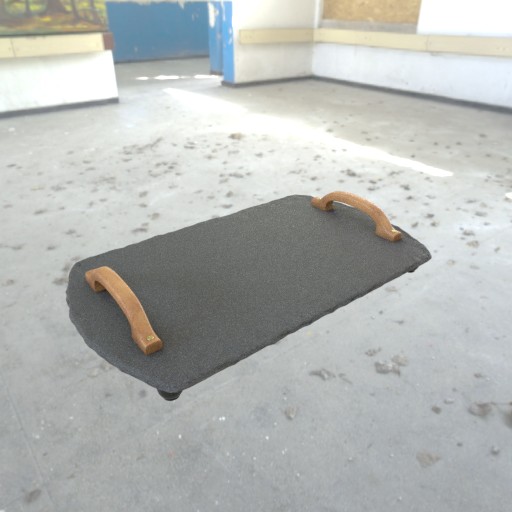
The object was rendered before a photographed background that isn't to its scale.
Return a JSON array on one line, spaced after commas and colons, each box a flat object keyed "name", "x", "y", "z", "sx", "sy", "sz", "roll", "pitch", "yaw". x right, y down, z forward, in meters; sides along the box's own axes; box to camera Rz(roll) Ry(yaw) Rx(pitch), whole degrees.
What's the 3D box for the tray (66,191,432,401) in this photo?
[{"name": "tray", "x": 0.000, "y": 0.000, "z": 0.480, "sx": 0.387, "sy": 0.062, "sz": 0.231, "roll": -21, "pitch": 36, "yaw": -32}]
